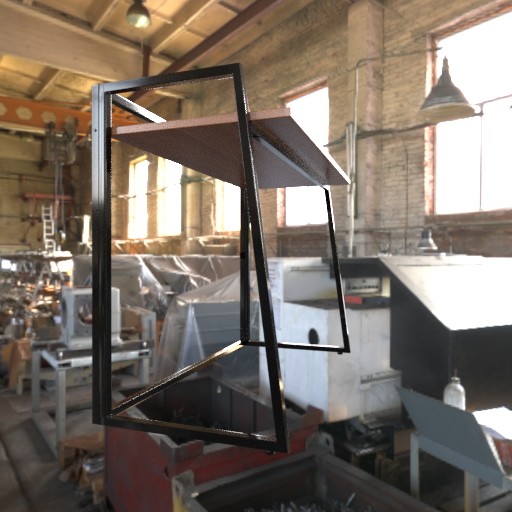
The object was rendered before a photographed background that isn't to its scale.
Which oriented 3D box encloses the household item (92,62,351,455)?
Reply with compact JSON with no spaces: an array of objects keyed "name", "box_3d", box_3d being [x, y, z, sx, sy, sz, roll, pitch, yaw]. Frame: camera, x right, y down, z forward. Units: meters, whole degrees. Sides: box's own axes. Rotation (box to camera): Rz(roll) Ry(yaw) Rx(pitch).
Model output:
[{"name":"household item","box_3d":[0.000,0.000,1.522,0.510,0.860,1.050,0,0,19]}]
